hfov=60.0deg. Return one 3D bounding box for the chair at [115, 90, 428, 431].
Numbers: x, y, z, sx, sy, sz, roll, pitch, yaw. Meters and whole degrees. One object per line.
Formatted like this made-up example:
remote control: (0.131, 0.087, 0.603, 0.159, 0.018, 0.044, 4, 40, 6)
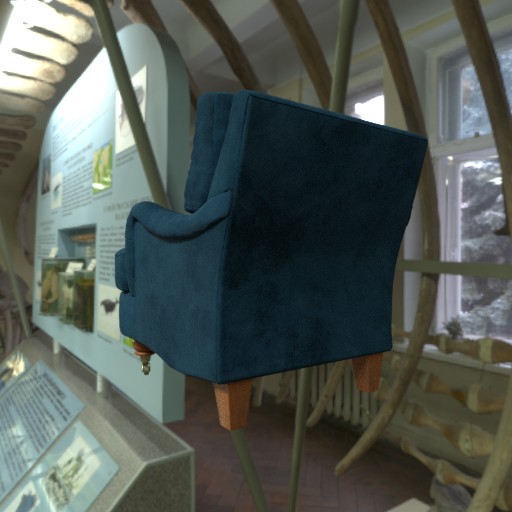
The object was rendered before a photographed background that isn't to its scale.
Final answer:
chair: (0.000, 0.000, 1.854, 0.895, 1.076, 1.078, 0, 0, -36)
